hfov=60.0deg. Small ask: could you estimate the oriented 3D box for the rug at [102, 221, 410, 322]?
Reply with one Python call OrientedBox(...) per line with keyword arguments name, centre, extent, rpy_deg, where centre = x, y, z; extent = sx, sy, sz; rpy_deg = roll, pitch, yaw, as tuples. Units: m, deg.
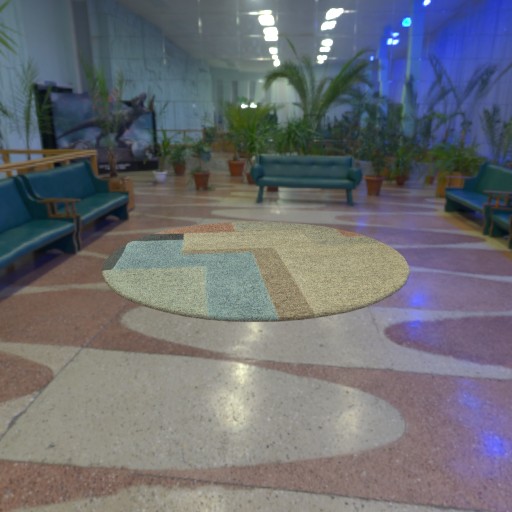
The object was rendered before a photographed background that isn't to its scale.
OrientedBox(name="rug", centre=(0.000, 0.000, 3.732), extent=(2.461, 0.033, 2.461), rpy_deg=(0, 18, 0))
